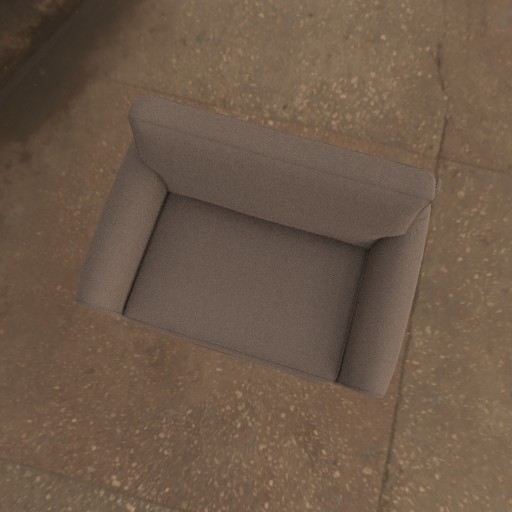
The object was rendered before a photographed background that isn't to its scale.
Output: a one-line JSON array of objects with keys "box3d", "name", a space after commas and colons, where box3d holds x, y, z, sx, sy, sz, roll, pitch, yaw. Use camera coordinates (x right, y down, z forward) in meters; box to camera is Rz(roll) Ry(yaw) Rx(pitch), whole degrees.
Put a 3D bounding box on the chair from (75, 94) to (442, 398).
[{"box3d": [0.000, 0.000, 2.026, 1.390, 0.930, 0.930, 16, 78, 4], "name": "chair"}]
